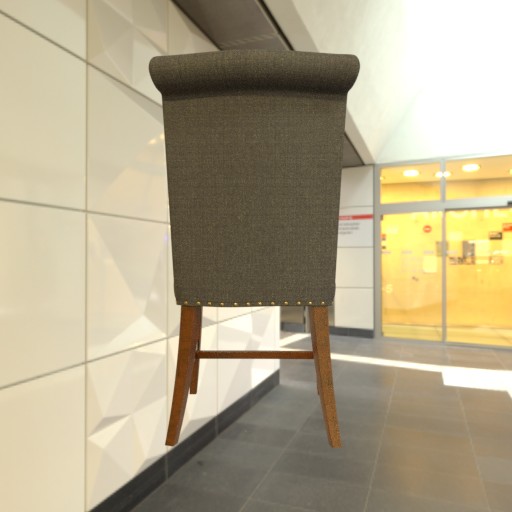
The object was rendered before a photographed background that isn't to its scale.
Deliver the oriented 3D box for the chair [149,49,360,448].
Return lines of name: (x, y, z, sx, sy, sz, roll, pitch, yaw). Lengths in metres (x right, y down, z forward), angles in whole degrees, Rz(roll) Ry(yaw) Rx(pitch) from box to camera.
chair: (0.000, 0.000, 1.338, 0.513, 0.988, 0.608, 0, -1, 1)
